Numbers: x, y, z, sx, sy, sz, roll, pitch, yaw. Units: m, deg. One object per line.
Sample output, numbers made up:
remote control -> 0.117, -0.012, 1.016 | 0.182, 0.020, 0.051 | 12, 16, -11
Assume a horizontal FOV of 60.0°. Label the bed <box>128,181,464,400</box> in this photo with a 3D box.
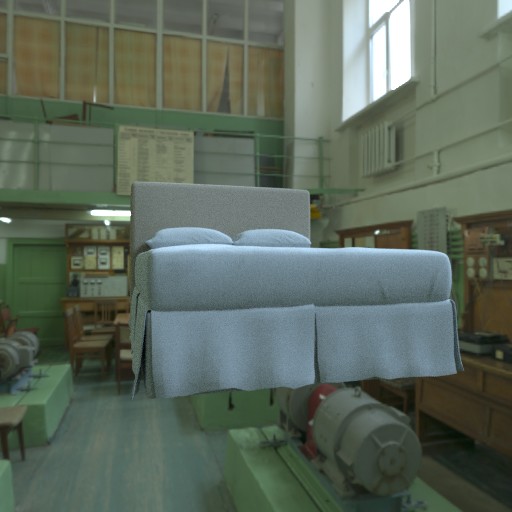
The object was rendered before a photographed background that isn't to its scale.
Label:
bed -> 0.000, 0.000, 3.149 | 1.748, 1.330, 2.142 | 0, -1, -17
